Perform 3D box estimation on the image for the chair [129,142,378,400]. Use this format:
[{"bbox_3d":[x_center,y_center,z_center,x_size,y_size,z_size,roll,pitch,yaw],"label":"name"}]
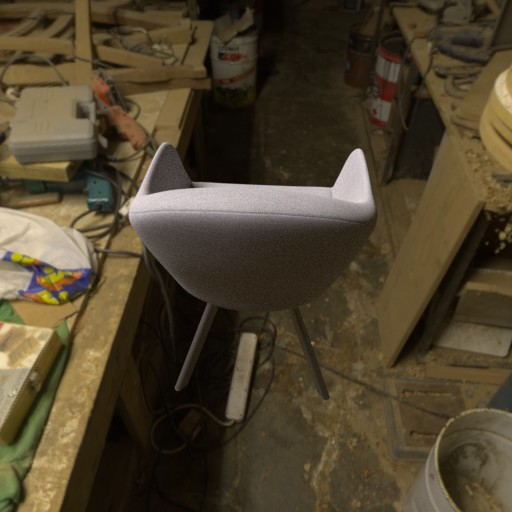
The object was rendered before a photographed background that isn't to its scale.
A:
[{"bbox_3d":[0.000,0.000,1.178,0.540,0.780,0.570,3,46,3],"label":"chair"}]
